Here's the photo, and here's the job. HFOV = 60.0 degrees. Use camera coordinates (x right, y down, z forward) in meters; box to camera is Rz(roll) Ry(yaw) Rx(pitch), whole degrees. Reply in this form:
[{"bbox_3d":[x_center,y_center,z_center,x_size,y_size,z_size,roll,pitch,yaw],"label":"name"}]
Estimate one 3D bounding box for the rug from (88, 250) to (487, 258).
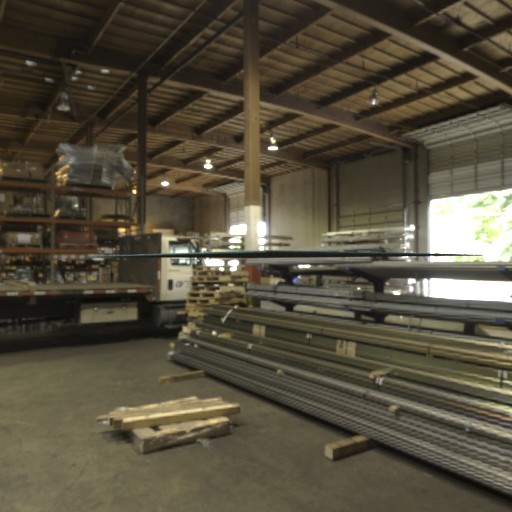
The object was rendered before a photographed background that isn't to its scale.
[{"bbox_3d":[0.000,0.000,3.038,1.622,0.009,2.373,0,-1,-36],"label":"rug"}]
